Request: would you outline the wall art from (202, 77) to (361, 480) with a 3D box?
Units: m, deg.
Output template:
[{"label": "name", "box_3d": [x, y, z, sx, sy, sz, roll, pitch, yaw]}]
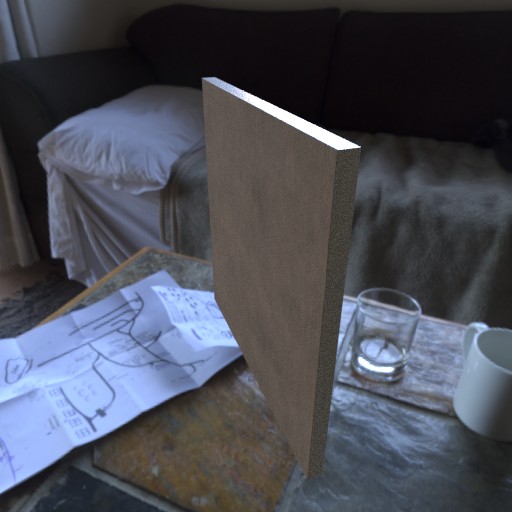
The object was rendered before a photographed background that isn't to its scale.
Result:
[{"label": "wall art", "box_3d": [0.000, 0.000, 0.677, 0.023, 0.453, 0.455, -11, 31, -18]}]
